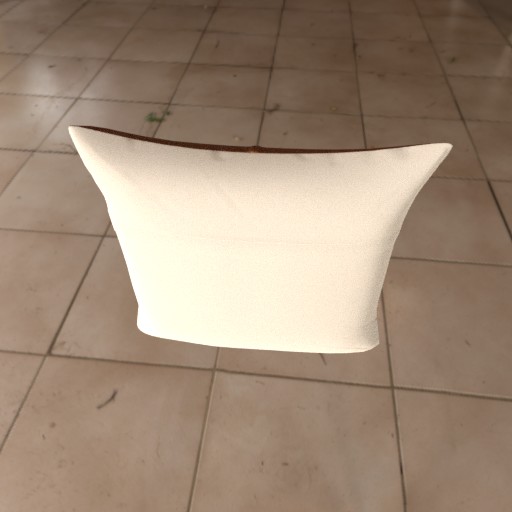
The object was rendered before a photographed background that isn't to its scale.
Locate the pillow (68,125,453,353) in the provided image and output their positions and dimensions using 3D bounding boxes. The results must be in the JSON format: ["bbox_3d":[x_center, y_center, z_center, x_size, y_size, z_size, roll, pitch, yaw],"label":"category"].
[{"bbox_3d":[0.000,0.000,0.751,0.501,0.477,0.192,4,47,3],"label":"pillow"}]
